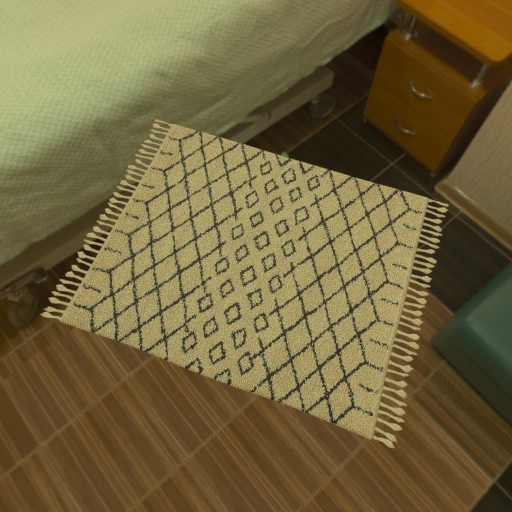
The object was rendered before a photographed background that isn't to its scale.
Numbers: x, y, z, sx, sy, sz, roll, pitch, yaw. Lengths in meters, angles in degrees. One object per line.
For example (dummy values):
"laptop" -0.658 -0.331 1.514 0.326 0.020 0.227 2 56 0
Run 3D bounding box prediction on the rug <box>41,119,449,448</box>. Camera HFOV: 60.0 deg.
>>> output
"rug" 0.000 0.000 4.153 3.213 0.030 2.388 18 66 8
